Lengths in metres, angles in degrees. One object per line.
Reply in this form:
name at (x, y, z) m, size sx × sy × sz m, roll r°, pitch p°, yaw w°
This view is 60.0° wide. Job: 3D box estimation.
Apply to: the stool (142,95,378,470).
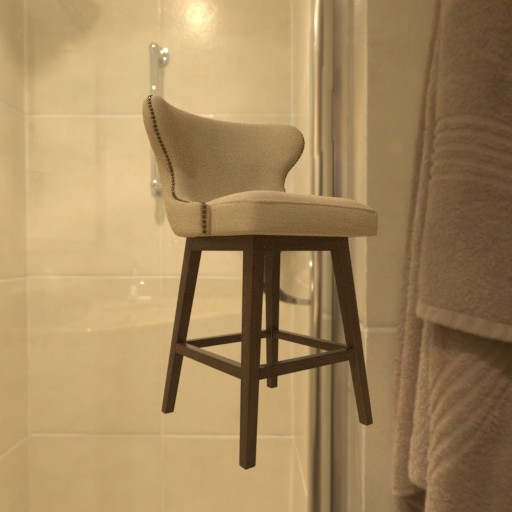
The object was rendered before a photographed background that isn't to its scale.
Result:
stool at (0.000, 0.000, 1.354) m, size 0.615 × 0.972 × 0.597 m, roll -1°, pitch 1°, yaw -37°
